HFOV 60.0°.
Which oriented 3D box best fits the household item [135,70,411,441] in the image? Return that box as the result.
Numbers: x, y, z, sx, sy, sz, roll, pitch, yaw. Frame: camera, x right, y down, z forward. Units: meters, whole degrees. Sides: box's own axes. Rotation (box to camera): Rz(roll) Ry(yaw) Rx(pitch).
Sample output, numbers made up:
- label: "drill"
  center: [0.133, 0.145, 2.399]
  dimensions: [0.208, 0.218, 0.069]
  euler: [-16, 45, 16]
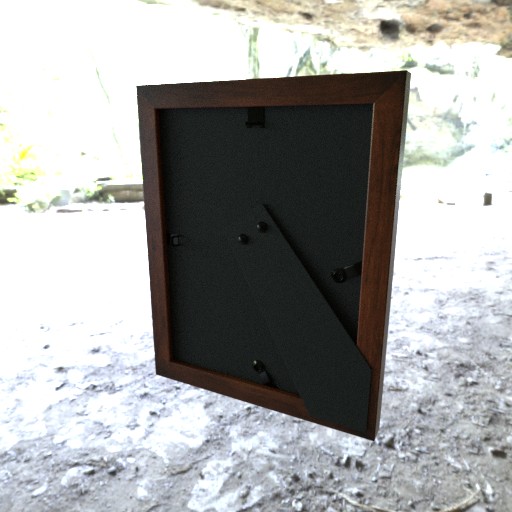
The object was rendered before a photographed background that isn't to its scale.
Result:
- label: "household item"
  center: [0.000, 0.000, 0.337]
  dimensions: [0.200, 0.250, 0.020]
  euler: [8, 18, 26]
